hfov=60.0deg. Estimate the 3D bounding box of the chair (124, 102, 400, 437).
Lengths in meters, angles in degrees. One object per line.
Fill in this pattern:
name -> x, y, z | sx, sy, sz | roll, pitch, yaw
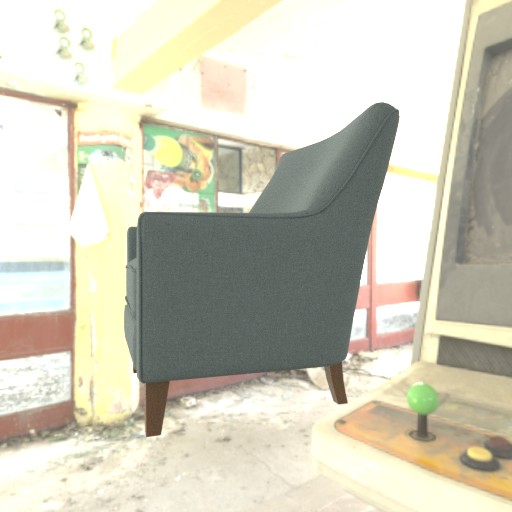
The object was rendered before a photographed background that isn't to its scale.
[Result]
chair -> 0.000, 0.000, 1.562 | 0.879, 0.916, 0.756 | 0, 1, -18
